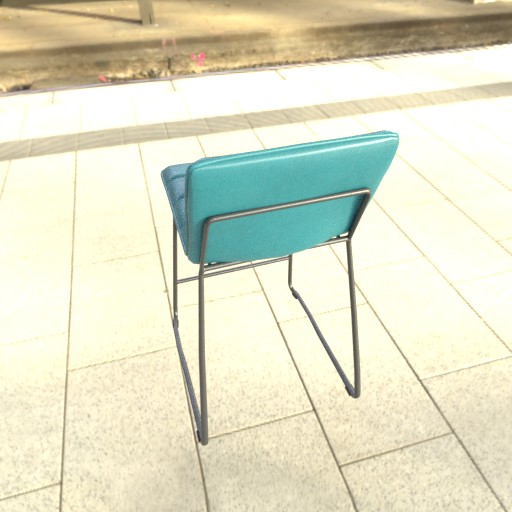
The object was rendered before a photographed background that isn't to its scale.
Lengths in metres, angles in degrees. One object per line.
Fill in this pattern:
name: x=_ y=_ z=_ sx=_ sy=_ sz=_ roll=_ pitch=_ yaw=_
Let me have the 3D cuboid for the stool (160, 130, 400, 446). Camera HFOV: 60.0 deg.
stool: x=0.000 y=0.000 z=1.184 sx=0.489 sy=0.866 sz=0.524 roll=-12 pitch=42 yaw=-14
